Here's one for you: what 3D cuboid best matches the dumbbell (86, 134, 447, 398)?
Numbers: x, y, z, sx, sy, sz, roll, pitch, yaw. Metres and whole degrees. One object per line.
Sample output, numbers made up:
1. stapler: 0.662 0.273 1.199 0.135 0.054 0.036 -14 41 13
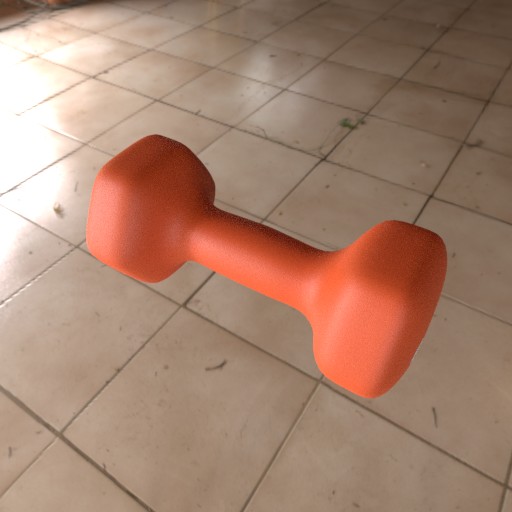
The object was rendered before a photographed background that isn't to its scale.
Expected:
1. dumbbell: 0.000 0.000 0.209 0.162 0.071 0.079 24 51 22
